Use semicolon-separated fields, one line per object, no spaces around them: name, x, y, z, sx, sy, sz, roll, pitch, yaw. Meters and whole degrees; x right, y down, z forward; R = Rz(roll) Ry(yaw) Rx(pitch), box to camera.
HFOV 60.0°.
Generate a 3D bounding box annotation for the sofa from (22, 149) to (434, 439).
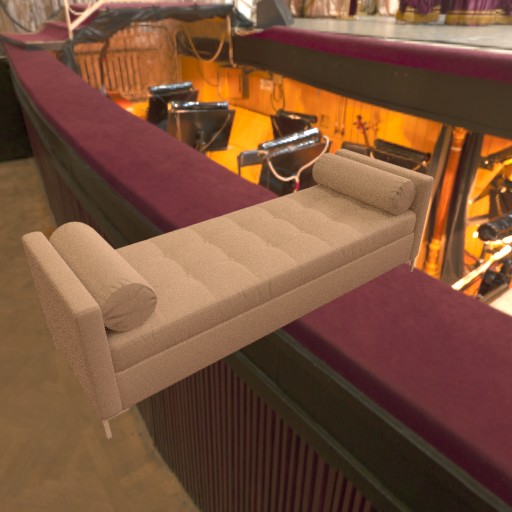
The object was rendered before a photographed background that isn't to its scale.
sofa;0.000;0.000;2.301;1.981;0.635;0.686;-22;37;-32
